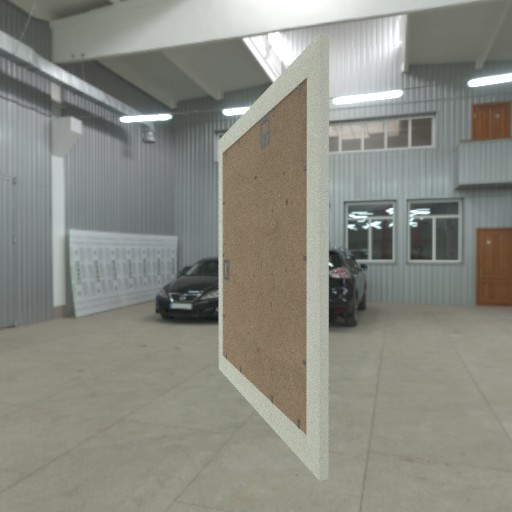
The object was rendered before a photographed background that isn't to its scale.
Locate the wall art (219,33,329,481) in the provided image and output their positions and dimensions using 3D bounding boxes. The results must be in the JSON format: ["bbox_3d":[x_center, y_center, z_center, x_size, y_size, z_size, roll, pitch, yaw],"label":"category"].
[{"bbox_3d":[0.000,0.000,0.861,0.013,0.584,0.584,0,1,-18],"label":"wall art"}]
